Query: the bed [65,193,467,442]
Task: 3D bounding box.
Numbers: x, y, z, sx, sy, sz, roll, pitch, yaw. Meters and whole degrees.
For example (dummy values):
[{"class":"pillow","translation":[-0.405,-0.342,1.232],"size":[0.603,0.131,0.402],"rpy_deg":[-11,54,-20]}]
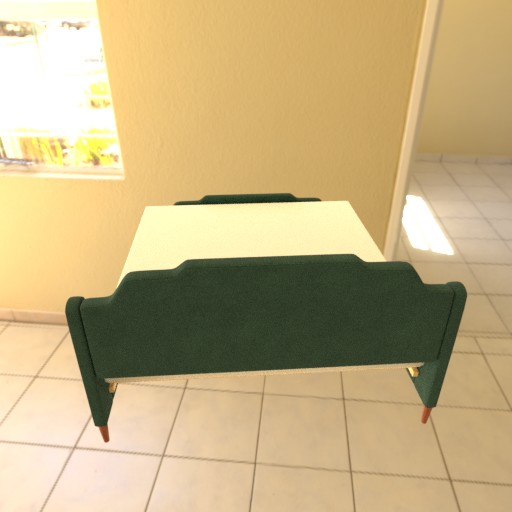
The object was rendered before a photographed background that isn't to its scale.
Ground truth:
[{"class":"bed","translation":[0.000,0.000,3.455],"size":[2.074,1.245,2.340],"rpy_deg":[-2,30,-3]}]
